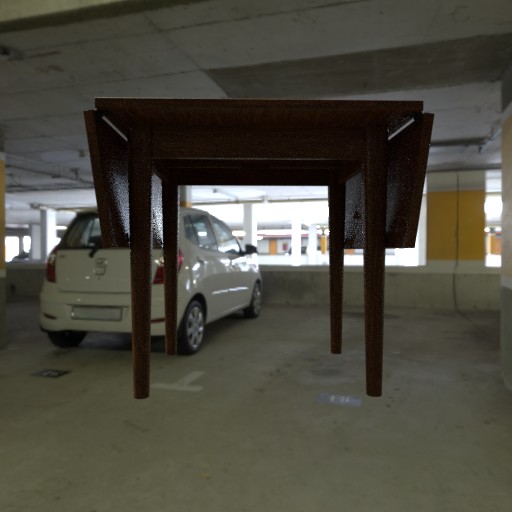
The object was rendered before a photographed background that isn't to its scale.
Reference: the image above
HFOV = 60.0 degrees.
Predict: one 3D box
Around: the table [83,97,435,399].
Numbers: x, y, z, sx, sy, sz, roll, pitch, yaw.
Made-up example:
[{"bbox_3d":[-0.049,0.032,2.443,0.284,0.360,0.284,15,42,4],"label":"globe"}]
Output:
[{"bbox_3d":[0.000,0.000,1.466,0.843,0.763,0.812,0,1,-2],"label":"table"}]
